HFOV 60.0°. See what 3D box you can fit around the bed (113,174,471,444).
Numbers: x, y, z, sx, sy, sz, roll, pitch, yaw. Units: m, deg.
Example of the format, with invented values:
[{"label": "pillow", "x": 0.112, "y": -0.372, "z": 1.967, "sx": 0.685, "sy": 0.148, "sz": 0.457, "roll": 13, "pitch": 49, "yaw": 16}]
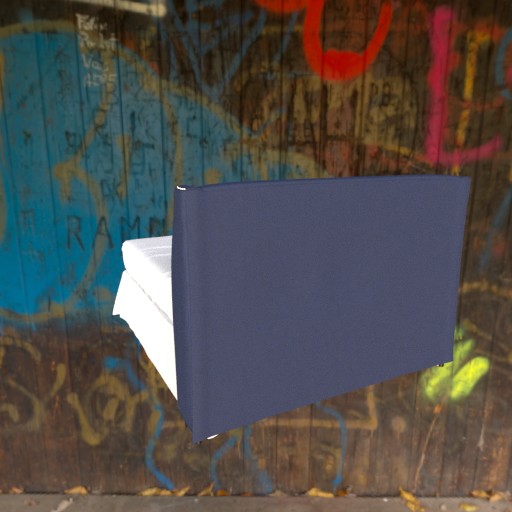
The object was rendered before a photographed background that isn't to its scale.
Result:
[{"label": "bed", "x": 0.000, "y": 0.000, "z": 3.475, "sx": 1.925, "sy": 1.332, "sz": 2.276, "roll": -7, "pitch": 15, "yaw": -27}]
